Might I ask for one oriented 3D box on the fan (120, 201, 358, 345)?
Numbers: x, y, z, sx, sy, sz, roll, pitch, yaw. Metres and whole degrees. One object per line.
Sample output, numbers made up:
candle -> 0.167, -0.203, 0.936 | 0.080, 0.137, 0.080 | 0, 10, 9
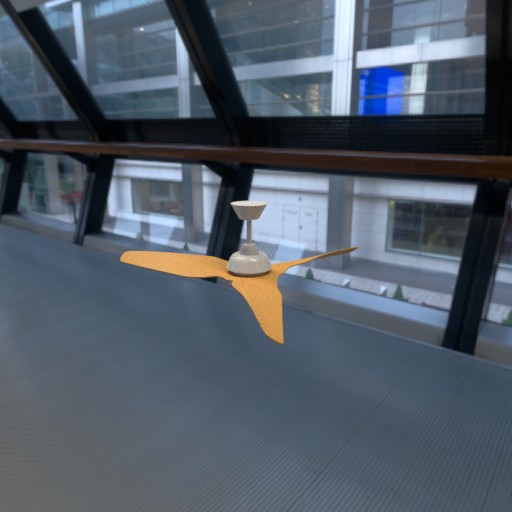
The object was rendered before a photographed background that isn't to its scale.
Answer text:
fan -> 0.000, 0.000, 1.657 | 1.142, 0.355, 1.010 | -2, 15, -8
